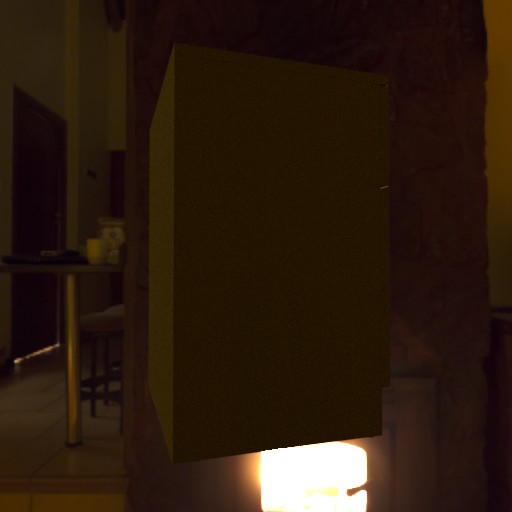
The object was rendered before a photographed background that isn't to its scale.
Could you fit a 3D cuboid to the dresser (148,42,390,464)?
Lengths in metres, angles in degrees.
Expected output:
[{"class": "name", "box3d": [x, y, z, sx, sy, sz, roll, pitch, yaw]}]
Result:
[{"class": "dresser", "box3d": [0.000, 0.000, 0.832, 0.360, 0.560, 0.400, 0, -1, -18]}]
